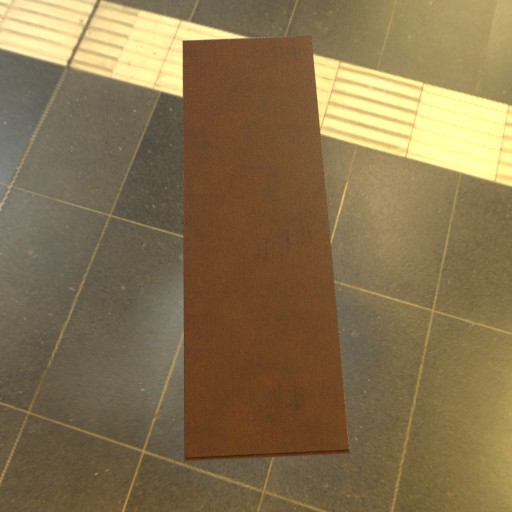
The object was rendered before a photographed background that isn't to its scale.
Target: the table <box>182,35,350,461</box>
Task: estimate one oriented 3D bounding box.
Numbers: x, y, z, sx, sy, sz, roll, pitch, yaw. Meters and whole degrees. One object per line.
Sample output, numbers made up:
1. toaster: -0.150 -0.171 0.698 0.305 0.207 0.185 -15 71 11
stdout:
1. table: 0.000 0.000 1.576 0.399 0.763 1.197 -3 75 -1
